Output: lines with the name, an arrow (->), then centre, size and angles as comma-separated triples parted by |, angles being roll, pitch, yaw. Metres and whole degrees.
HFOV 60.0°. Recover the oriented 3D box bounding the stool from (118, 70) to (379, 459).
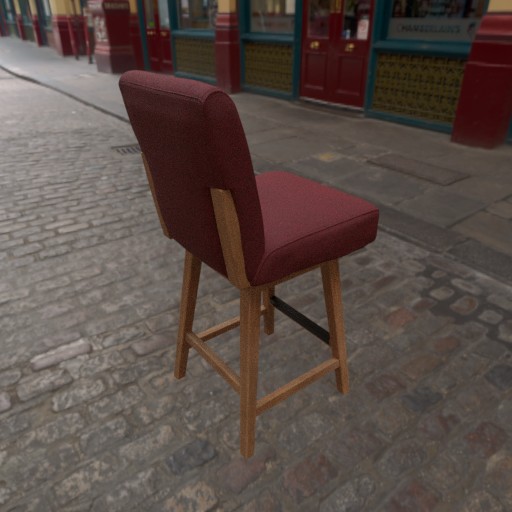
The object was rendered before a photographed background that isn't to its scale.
stool -> 0.000, 0.000, 1.327 | 0.562, 1.038, 0.468 | -20, 34, -33
